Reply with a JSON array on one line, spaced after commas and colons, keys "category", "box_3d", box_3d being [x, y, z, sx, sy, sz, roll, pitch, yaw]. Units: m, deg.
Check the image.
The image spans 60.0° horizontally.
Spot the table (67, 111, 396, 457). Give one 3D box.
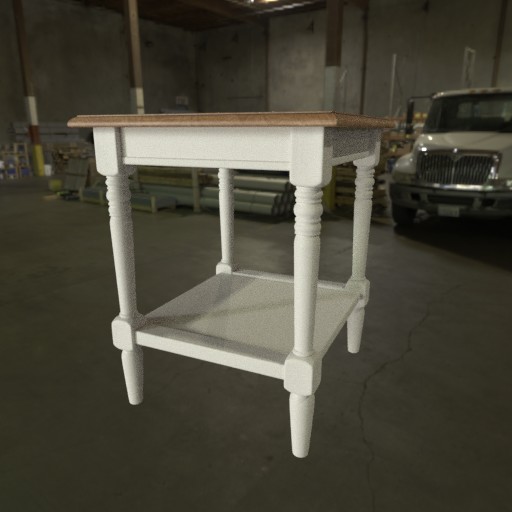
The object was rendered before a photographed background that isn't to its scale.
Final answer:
[{"category": "table", "box_3d": [0.000, 0.000, 0.940, 0.457, 0.561, 0.508, 7, 17, 24]}]
